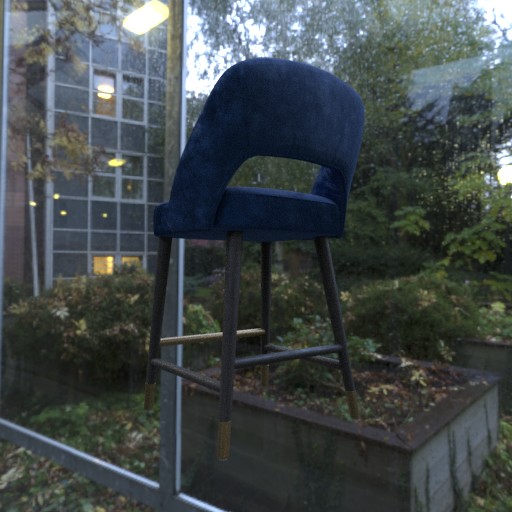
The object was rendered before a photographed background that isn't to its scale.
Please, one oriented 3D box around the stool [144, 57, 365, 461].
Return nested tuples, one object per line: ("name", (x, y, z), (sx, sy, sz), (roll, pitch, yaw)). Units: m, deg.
("stool", (0.000, 0.000, 1.277), (0.536, 0.925, 0.524), (1, -2, -36))
